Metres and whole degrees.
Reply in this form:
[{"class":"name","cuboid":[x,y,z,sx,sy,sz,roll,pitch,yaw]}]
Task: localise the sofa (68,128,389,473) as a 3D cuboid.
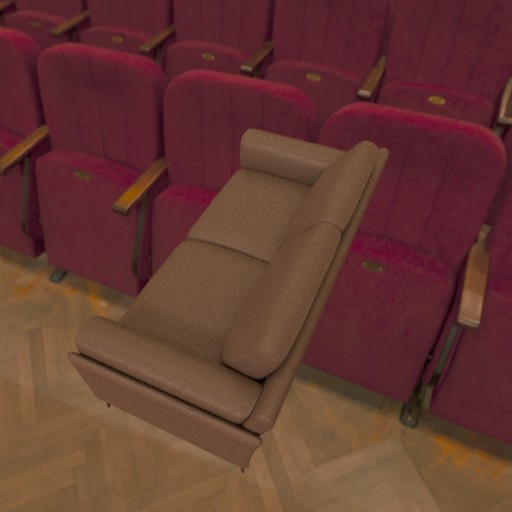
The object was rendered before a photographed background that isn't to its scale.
[{"class":"sofa","cuboid":[0.000,0.000,2.662,1.049,0.930,2.101,19,51,16]}]
